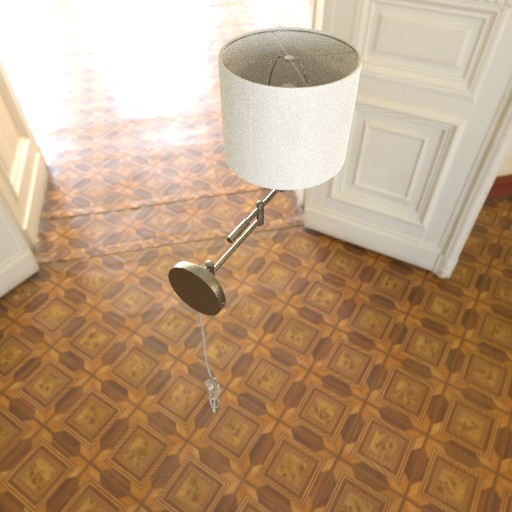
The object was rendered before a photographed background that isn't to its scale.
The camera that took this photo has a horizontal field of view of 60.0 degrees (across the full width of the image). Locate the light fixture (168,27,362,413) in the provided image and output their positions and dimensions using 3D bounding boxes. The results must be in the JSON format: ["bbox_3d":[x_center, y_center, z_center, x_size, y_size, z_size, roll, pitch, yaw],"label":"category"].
[{"bbox_3d":[0.000,0.000,1.026,0.253,0.842,0.479,25,52,21],"label":"light fixture"}]
